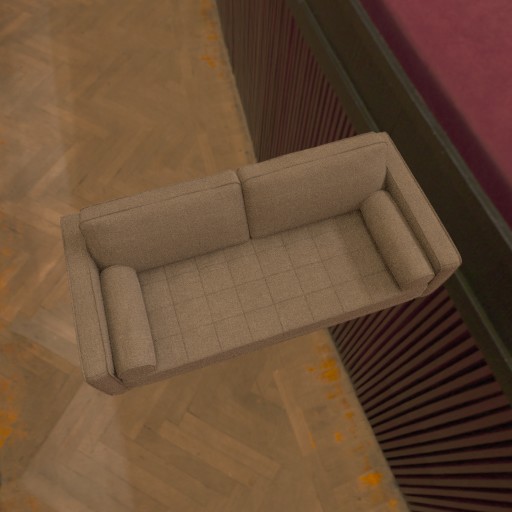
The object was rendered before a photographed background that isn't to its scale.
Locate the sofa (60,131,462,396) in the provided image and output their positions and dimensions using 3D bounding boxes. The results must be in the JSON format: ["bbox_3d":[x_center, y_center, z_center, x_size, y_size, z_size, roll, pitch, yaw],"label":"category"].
[{"bbox_3d":[0.000,0.000,2.391,1.879,0.762,0.914,-16,65,-8],"label":"sofa"}]
